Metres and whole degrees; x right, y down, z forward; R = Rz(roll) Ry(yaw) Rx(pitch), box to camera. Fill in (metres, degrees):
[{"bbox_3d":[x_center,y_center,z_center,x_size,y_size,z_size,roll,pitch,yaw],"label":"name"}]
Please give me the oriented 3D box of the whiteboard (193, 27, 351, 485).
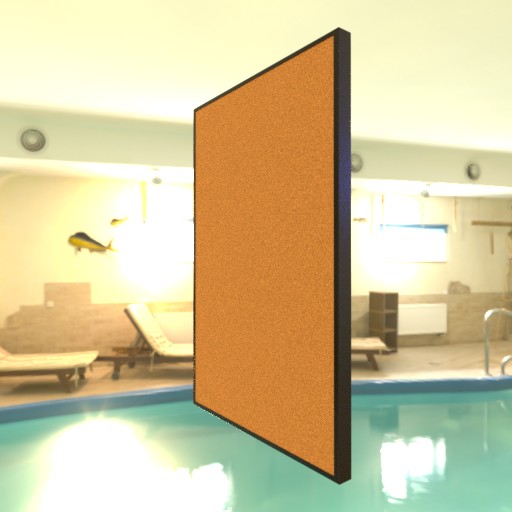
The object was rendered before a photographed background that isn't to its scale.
[{"bbox_3d":[0.000,0.000,0.760,0.026,0.611,0.406,0,0,-36],"label":"whiteboard"}]
